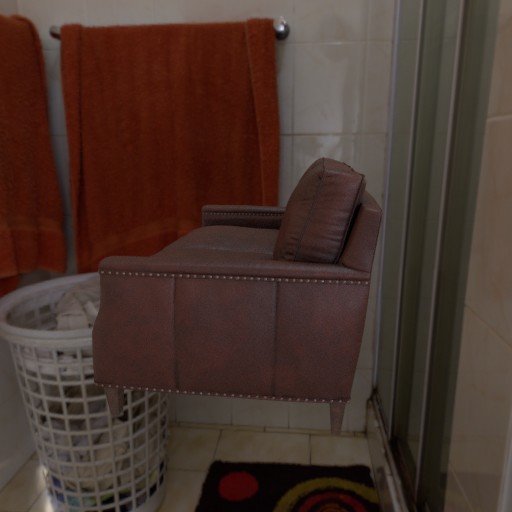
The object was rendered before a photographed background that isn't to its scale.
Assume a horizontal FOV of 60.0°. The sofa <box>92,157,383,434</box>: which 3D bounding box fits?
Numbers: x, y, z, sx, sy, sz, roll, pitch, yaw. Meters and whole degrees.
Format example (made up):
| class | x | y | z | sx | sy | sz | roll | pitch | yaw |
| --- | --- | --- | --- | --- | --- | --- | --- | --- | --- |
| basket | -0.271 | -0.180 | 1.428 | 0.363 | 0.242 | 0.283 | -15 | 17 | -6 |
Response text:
| class | x | y | z | sx | sy | sz | roll | pitch | yaw |
| --- | --- | --- | --- | --- | --- | --- | --- | --- | --- |
| sofa | 0.000 | 0.000 | 2.333 | 1.083 | 1.003 | 1.628 | 2 | 14 | 8 |
